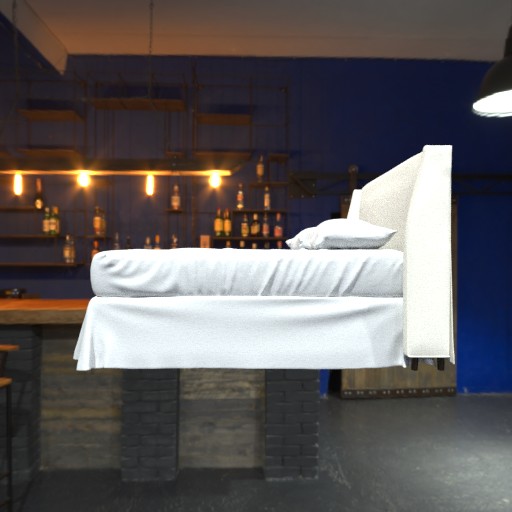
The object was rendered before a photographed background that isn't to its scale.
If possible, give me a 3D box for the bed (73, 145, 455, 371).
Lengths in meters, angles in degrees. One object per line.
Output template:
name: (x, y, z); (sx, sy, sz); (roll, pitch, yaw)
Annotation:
bed: (0.000, 0.000, 3.486); (2.276, 1.332, 1.925); (0, 0, 0)
